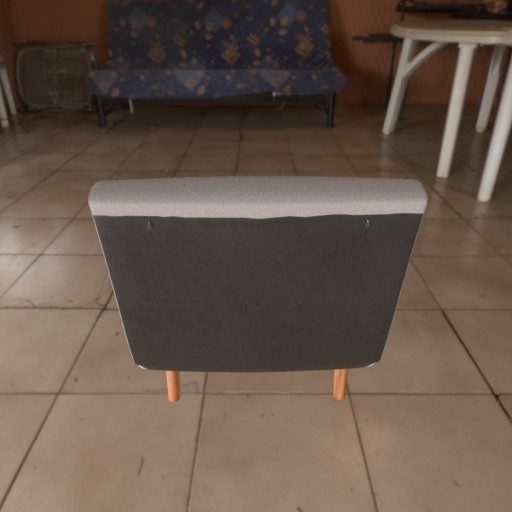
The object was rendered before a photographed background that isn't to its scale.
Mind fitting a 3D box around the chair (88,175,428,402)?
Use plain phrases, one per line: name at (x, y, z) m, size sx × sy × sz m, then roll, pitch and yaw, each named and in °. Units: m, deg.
chair at (0.000, 0.000, 1.539) m, size 0.770 × 0.808 × 0.902 m, roll 0°, pitch 29°, yaw -1°
